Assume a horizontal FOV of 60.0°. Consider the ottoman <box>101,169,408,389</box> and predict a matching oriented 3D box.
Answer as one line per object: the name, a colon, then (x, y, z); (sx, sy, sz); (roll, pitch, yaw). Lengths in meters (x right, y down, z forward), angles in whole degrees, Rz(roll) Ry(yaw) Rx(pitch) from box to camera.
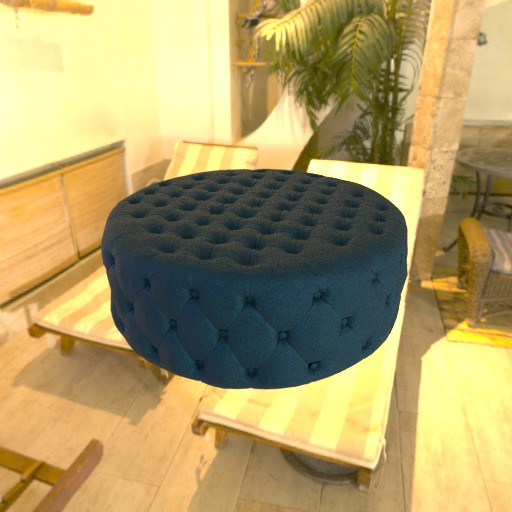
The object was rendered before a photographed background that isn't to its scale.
ottoman: (0.000, 0.000, 1.529); (0.998, 0.398, 0.998); (0, 26, 0)
